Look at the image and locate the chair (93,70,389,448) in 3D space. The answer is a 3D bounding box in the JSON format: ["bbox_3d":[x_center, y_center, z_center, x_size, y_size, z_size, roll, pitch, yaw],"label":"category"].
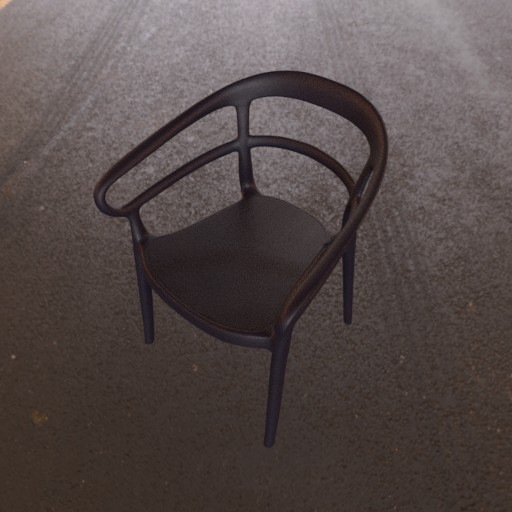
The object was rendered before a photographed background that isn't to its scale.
[{"bbox_3d":[0.000,0.000,1.156,0.559,0.761,0.527,32,55,26],"label":"chair"}]
